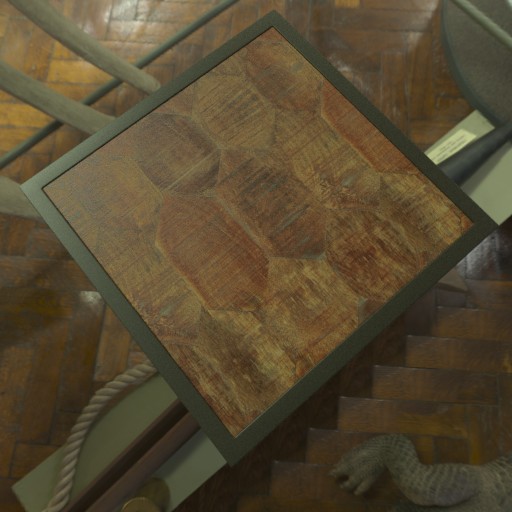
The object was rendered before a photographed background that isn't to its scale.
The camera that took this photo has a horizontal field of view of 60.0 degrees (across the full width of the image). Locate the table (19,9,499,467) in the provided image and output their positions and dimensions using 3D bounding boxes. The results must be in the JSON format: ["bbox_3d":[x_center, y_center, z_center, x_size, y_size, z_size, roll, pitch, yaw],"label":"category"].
[{"bbox_3d":[0.000,0.000,0.920,0.500,0.565,0.500,-39,78,-10],"label":"table"}]
